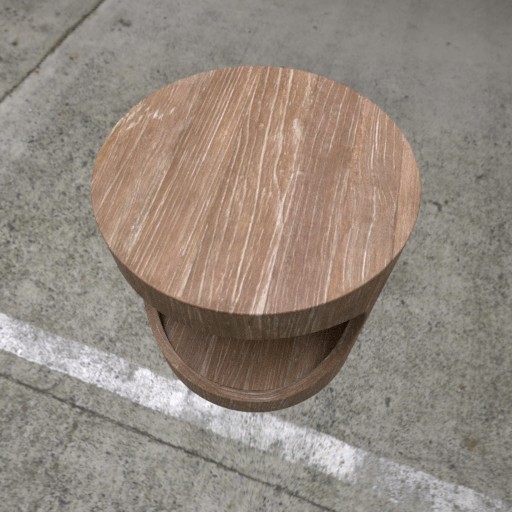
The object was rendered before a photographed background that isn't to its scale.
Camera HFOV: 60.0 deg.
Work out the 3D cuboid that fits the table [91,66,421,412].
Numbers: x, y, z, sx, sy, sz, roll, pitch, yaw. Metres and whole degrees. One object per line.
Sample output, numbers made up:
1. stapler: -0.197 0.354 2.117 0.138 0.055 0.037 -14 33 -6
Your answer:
1. table: 0.000 0.000 0.952 0.527 0.551 0.527 0 58 0
